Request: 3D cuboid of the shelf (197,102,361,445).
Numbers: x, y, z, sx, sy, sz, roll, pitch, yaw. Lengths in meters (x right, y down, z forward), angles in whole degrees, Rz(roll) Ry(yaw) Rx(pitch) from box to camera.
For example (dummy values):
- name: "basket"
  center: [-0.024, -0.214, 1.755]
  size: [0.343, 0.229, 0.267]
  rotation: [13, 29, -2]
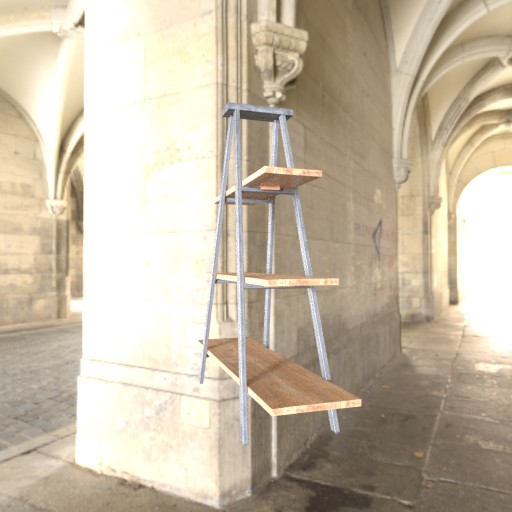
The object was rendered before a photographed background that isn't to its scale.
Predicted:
- name: "shelf"
  center: [0.000, 0.000, 2.744]
  size: [0.508, 1.808, 1.746]
  rotation: [0, -1, -18]
